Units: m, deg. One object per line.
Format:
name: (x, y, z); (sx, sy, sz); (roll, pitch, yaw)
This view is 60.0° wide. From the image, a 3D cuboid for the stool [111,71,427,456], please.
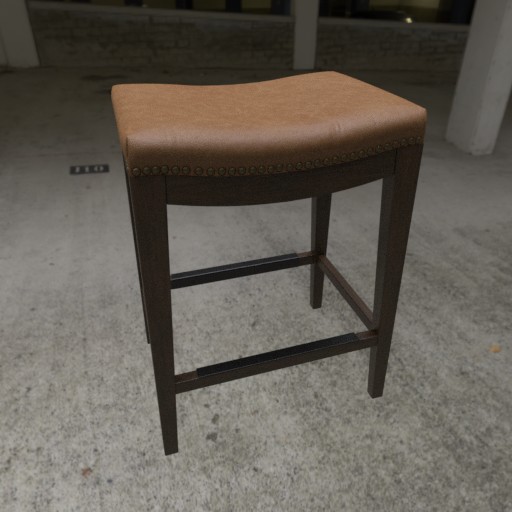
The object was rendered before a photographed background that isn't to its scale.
stool: (0.000, 0.000, 0.931); (0.500, 0.660, 0.361); (-10, 34, -15)
